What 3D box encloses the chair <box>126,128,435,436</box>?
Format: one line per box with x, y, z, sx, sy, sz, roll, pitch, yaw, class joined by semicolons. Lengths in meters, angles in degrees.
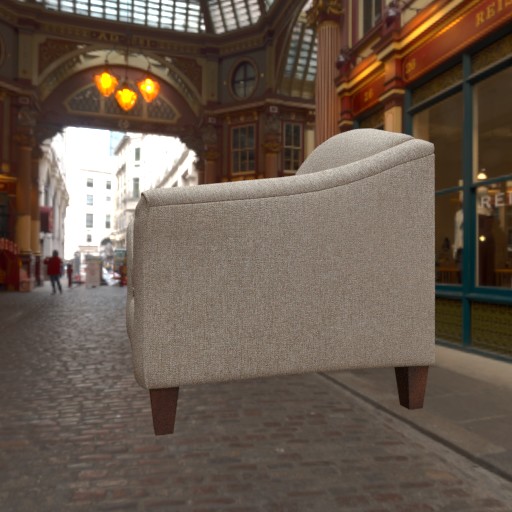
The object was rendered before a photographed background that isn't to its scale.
0.000;0.000;1.424;0.787;0.839;0.763;0;0;-18;chair
